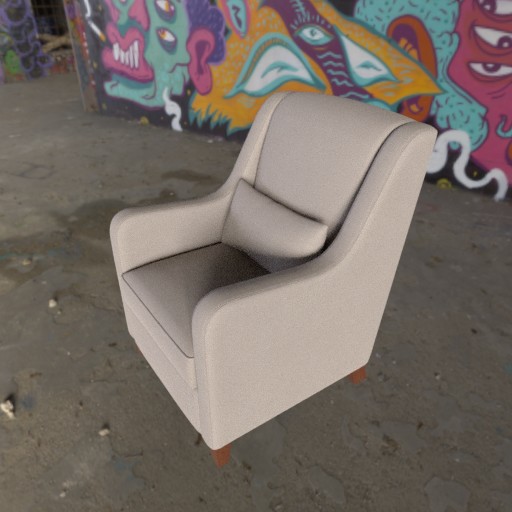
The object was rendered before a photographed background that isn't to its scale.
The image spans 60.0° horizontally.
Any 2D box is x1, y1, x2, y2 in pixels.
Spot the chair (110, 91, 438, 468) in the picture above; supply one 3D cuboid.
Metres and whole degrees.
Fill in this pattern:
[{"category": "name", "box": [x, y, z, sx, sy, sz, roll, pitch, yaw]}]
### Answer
[{"category": "chair", "box": [0.000, 0.000, 1.606, 0.863, 1.010, 0.715, -20, 36, -30]}]
